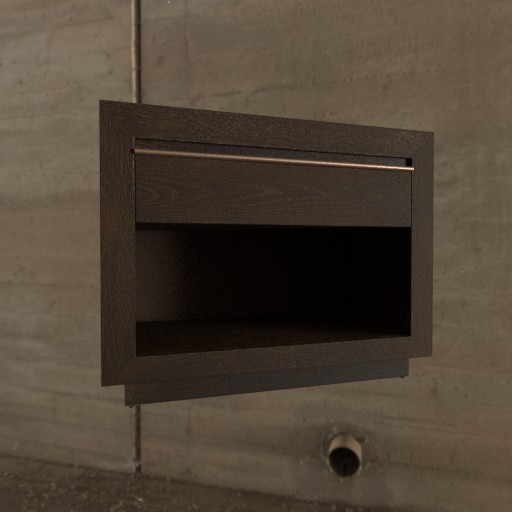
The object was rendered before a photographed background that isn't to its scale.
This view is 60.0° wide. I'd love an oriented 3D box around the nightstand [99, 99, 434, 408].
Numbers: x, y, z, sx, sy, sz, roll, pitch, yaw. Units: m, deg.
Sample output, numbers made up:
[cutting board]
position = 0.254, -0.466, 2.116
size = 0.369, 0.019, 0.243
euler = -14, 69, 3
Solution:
[nightstand]
position = 0.000, 0.000, 1.183
size = 0.775, 0.612, 0.457
euler = 0, 1, -18
